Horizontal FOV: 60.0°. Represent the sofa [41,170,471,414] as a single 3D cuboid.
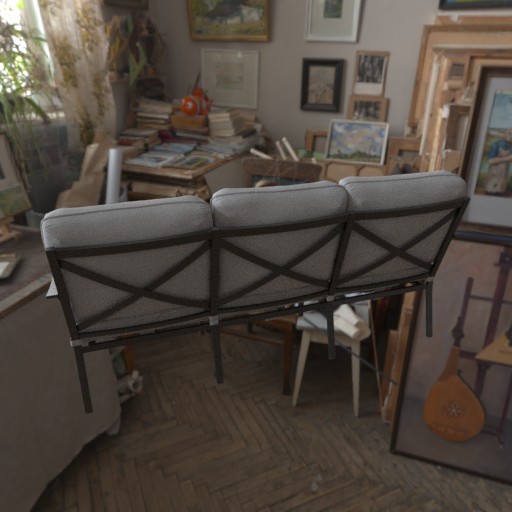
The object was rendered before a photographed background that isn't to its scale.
[{"bbox_3d":[0.000,0.000,2.116,1.740,0.860,0.787,-8,27,-16],"label":"sofa"}]
